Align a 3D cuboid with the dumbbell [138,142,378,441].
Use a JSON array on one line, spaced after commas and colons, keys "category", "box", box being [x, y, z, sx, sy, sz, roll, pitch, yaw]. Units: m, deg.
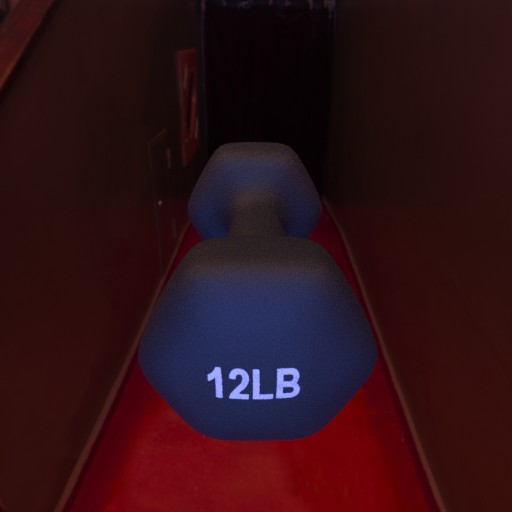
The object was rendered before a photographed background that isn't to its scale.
[{"category": "dumbbell", "box": [0.000, 0.000, 0.289, 0.112, 0.101, 0.231, 0, 28, 0]}]
